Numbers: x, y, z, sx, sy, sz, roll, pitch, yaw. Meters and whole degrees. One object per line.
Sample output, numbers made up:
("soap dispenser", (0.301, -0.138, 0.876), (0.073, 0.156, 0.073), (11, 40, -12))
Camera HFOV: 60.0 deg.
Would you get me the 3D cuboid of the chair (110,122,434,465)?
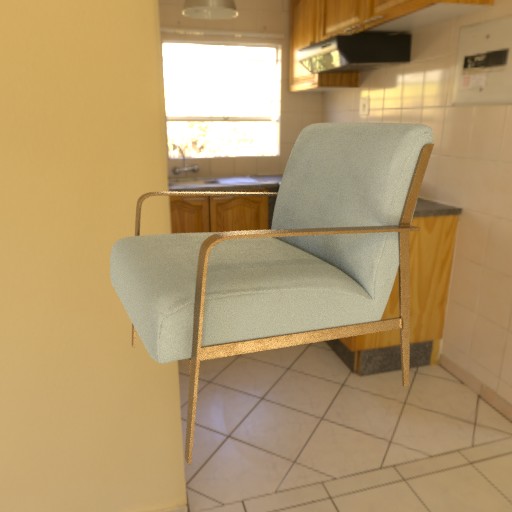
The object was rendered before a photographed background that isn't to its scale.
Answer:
("chair", (0.000, 0.000, 1.430), (0.842, 0.824, 0.701), (-8, 19, -25))
